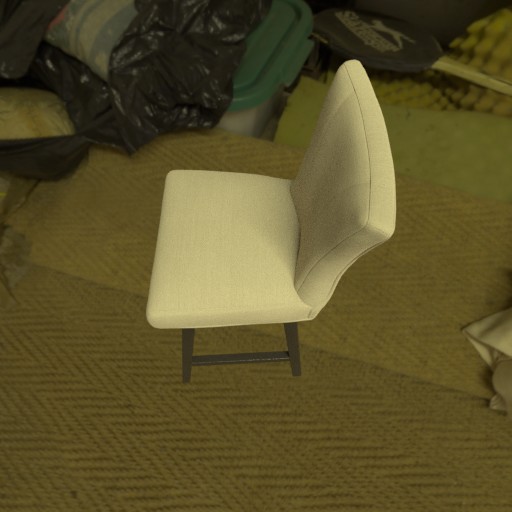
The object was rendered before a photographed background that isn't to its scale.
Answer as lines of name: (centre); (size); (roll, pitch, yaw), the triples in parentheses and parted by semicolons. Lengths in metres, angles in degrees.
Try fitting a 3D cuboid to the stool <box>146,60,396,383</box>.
stool: (0.000, 0.000, 1.348); (0.574, 1.000, 0.514); (0, 58, 0)
